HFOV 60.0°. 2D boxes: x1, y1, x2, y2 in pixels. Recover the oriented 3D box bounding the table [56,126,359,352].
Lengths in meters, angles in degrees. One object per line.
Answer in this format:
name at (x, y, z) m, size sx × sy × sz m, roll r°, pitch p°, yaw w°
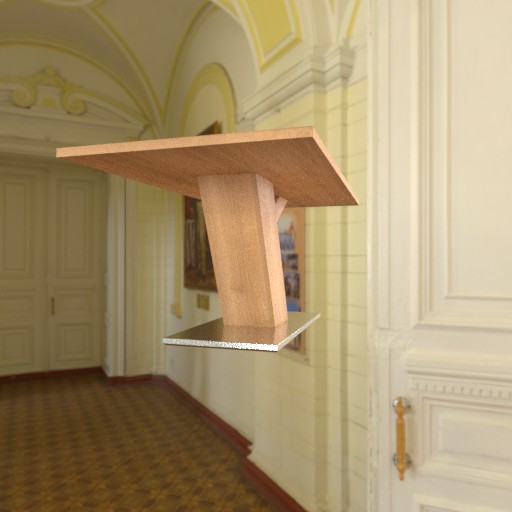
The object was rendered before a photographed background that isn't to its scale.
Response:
table at (0.000, 0.000, 2.271) m, size 0.900 × 0.750 × 1.800 m, roll 0°, pitch 0°, yaw 17°
